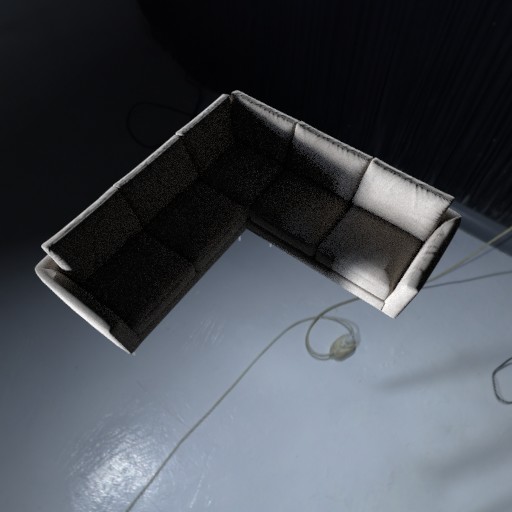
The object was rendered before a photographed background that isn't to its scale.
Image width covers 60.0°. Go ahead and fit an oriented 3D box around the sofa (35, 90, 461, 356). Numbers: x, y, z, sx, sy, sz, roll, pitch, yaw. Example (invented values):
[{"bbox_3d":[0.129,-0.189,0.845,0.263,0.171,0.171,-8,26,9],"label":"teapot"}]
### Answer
[{"bbox_3d":[0.000,0.000,3.624,2.438,0.864,2.438,32,64,18],"label":"sofa"}]
